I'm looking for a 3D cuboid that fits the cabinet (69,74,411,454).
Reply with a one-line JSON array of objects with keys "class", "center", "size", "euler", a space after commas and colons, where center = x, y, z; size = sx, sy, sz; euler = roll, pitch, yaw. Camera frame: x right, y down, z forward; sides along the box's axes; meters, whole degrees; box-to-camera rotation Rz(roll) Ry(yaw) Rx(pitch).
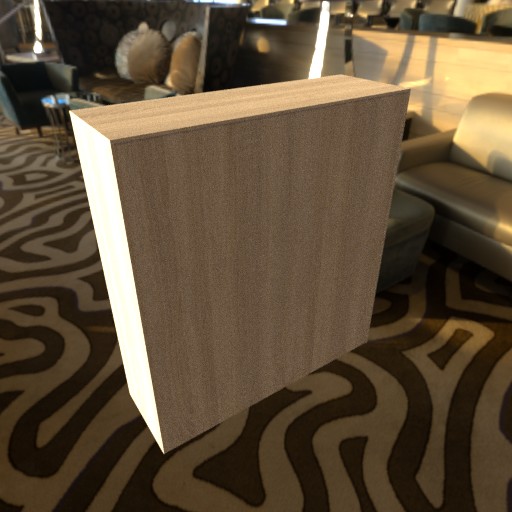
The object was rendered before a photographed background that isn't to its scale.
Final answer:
[{"class": "cabinet", "center": [0.000, 0.000, 3.008], "size": [1.870, 2.060, 0.620], "euler": [-20, 37, -29]}]
